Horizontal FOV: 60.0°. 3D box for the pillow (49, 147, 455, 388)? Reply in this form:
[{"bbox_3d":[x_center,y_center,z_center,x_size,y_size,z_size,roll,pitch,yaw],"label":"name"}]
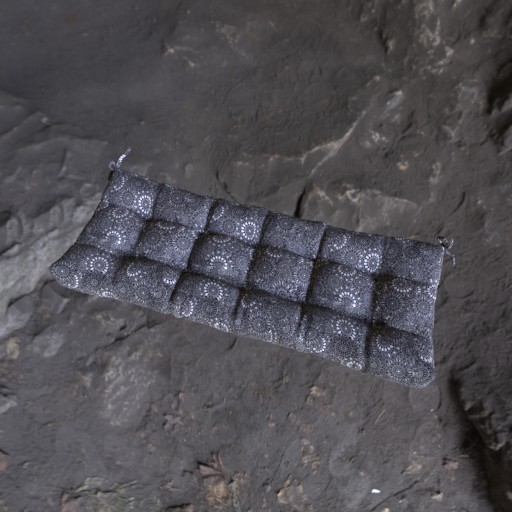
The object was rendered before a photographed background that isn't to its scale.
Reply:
[{"bbox_3d":[0.000,0.000,1.363,1.194,0.174,0.511,14,60,9],"label":"pillow"}]
